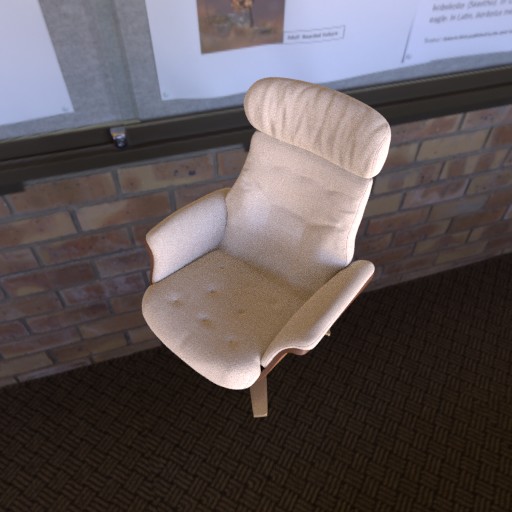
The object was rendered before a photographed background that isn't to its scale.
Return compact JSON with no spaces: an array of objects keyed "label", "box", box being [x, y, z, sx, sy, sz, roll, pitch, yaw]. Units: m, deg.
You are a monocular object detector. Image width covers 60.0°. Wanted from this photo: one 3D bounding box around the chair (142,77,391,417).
[{"label":"chair","box":[0.000,0.000,1.621,0.785,0.995,0.837,32,55,26]}]
